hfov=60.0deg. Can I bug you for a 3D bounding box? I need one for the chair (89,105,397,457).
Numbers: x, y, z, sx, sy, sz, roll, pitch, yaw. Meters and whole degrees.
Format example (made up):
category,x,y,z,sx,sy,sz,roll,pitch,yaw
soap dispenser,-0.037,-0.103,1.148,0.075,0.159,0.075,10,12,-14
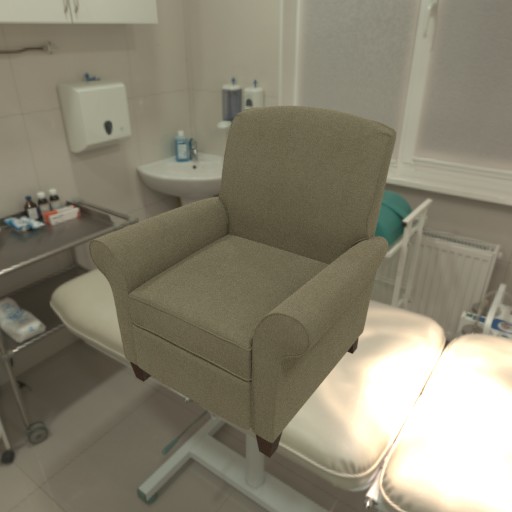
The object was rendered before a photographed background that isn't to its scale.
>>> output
category,x,y,z,sx,sy,sz,roll,pitch,yaw
chair,0.000,0.000,1.809,0.978,1.061,0.905,18,33,31
